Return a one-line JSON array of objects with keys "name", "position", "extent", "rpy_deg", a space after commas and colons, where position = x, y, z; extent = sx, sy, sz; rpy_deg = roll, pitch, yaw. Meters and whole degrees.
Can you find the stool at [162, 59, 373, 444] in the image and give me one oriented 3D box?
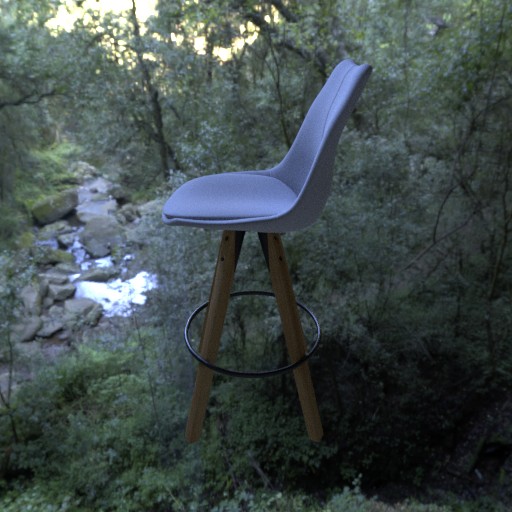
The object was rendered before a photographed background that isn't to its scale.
[{"name": "stool", "position": [0.000, 0.000, 1.385], "extent": [0.550, 1.115, 0.484], "rpy_deg": [0, 27, -1]}]
